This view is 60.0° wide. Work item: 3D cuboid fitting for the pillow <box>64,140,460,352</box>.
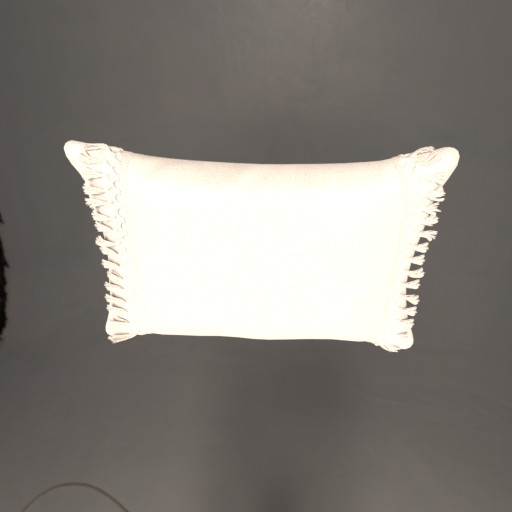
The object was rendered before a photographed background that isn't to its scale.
[{"bbox_3d":[0.000,0.000,0.592,0.466,0.305,0.084,2,30,4],"label":"pillow"}]
